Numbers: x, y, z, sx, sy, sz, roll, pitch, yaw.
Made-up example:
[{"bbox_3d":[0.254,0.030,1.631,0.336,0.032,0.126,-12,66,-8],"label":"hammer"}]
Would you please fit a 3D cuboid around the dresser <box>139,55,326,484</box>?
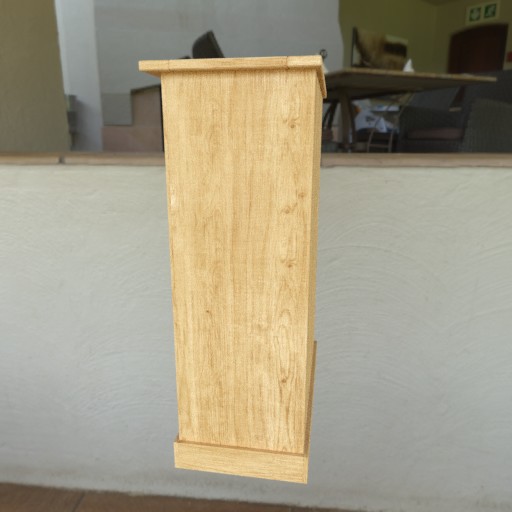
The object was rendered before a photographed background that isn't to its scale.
[{"bbox_3d":[0.000,0.000,1.744,0.485,1.300,0.915,2,15,9],"label":"dresser"}]
